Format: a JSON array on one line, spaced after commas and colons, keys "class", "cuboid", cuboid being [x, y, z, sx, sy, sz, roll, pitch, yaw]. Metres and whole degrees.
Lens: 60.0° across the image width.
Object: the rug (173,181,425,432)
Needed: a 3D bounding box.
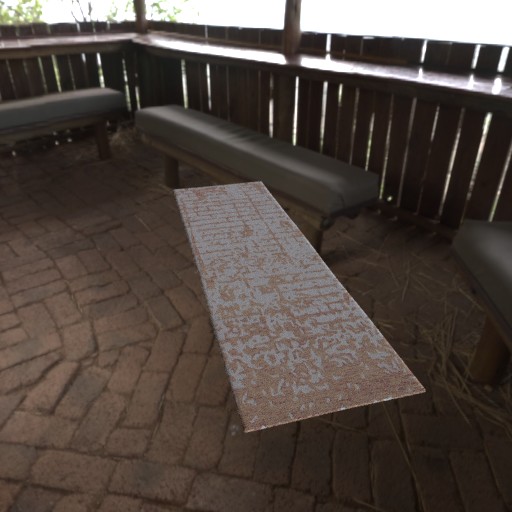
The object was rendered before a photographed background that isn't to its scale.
[{"class": "rug", "cuboid": [0.000, 0.000, 2.703, 0.750, 0.011, 2.435, -8, 31, -13]}]
